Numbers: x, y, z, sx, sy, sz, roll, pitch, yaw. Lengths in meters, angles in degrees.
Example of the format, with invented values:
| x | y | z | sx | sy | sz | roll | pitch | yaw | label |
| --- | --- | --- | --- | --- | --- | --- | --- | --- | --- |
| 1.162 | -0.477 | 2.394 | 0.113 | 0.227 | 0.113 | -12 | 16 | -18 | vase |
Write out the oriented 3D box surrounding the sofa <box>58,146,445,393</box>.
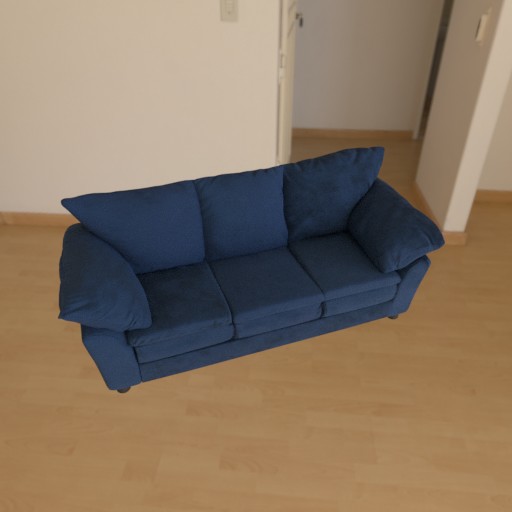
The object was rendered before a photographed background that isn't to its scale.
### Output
| x | y | z | sx | sy | sz | roll | pitch | yaw | label |
| --- | --- | --- | --- | --- | --- | --- | --- | --- | --- |
| 0.000 | 0.000 | 2.948 | 2.390 | 1.091 | 0.907 | -11 | 35 | -17 | sofa |
